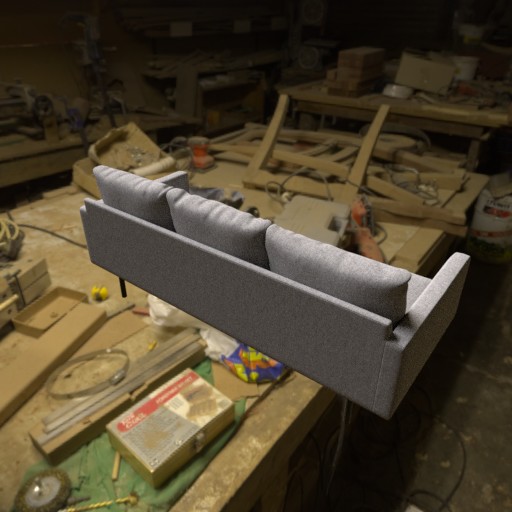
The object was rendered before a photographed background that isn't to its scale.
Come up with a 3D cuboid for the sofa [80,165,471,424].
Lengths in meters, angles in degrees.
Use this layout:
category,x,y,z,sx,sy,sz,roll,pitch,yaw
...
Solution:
category,x,y,z,sx,sy,sz,roll,pitch,yaw
sofa,0.000,0.000,2.450,2.000,0.830,0.850,21,36,32
